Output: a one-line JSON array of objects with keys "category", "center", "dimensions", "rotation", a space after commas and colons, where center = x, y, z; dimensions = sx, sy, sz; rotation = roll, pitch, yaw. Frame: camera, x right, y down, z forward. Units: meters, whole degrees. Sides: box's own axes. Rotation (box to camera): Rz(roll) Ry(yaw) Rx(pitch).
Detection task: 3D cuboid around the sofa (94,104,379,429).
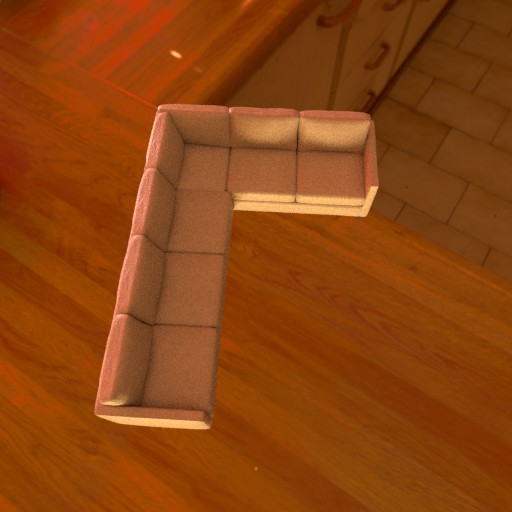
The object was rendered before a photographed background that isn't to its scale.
[{"category": "sofa", "center": [0.000, 0.000, 4.519], "dimensions": [2.522, 0.934, 3.333], "rotation": [3, 64, 1]}]
